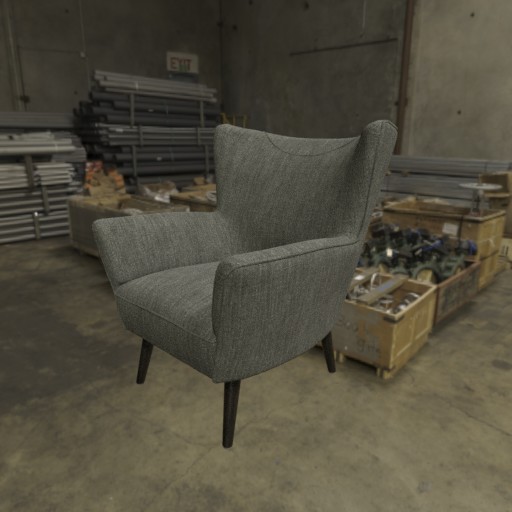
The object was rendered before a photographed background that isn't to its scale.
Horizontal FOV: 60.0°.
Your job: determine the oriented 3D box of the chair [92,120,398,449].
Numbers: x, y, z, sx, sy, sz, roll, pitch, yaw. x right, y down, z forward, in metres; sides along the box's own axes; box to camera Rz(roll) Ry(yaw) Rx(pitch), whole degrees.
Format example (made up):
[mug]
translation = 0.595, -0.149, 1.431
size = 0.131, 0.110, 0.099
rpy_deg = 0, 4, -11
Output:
[chair]
translation = 0.000, 0.000, 1.600
size = 0.888, 0.933, 0.781
rpy_deg = -15, 21, -43
